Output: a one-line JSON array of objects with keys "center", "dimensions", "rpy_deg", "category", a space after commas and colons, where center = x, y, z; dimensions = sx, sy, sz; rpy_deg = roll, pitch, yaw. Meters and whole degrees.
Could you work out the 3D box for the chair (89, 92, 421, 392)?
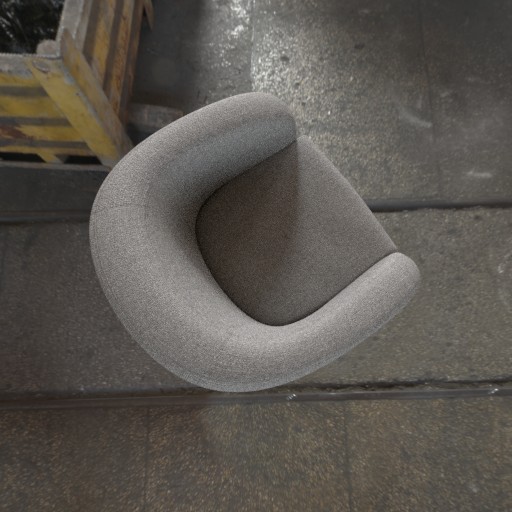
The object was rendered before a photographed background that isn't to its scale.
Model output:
[{"center": [0.000, 0.000, 1.455], "dimensions": [0.815, 0.771, 0.791], "rpy_deg": [-34, 78, -8], "category": "chair"}]
